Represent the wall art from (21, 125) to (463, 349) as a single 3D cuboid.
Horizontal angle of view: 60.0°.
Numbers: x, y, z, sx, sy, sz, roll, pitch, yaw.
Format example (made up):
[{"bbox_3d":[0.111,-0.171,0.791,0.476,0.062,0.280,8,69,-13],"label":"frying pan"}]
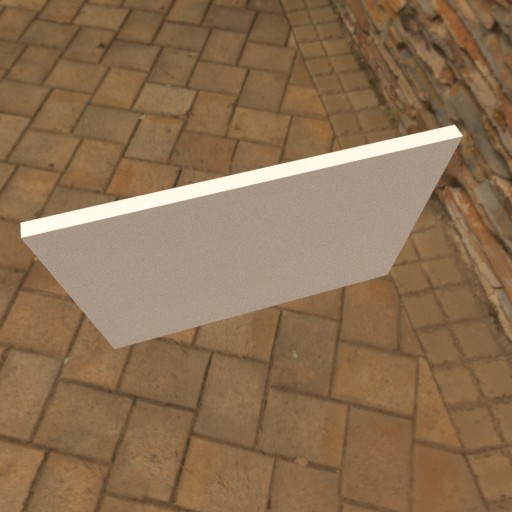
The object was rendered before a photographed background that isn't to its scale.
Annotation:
[{"bbox_3d":[0.000,0.000,1.664,1.308,0.902,0.051,-14,61,-8],"label":"wall art"}]
